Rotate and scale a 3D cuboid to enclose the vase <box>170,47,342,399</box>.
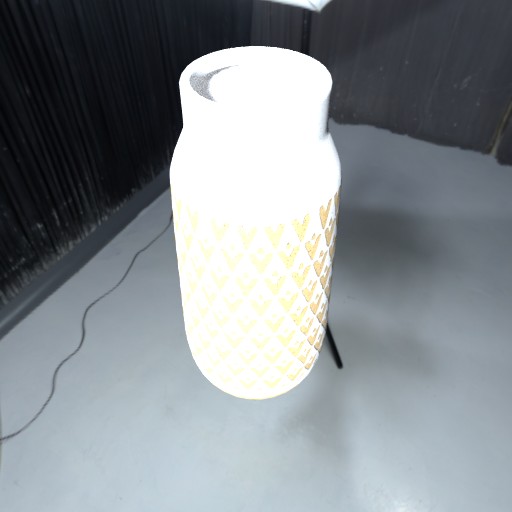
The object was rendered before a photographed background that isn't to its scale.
[{"bbox_3d":[0.000,0.000,0.372,0.137,0.307,0.137,0,46,0],"label":"vase"}]
